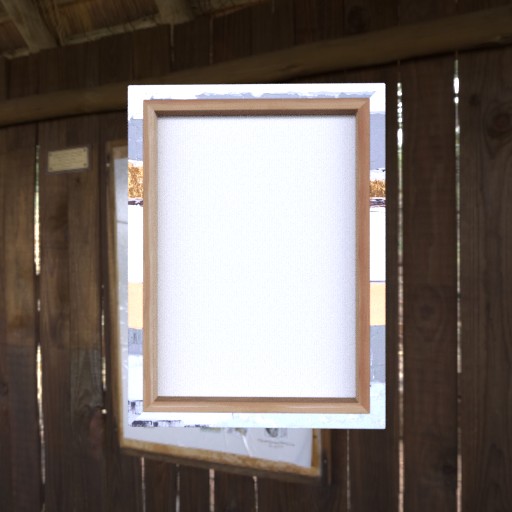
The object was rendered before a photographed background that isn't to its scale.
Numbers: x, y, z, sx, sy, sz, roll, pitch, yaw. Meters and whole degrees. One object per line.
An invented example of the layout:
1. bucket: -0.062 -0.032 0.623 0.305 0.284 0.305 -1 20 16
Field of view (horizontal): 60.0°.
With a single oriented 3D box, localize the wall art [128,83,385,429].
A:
1. wall art: 0.000 0.000 0.802 0.456 0.609 0.038 0 0 1
